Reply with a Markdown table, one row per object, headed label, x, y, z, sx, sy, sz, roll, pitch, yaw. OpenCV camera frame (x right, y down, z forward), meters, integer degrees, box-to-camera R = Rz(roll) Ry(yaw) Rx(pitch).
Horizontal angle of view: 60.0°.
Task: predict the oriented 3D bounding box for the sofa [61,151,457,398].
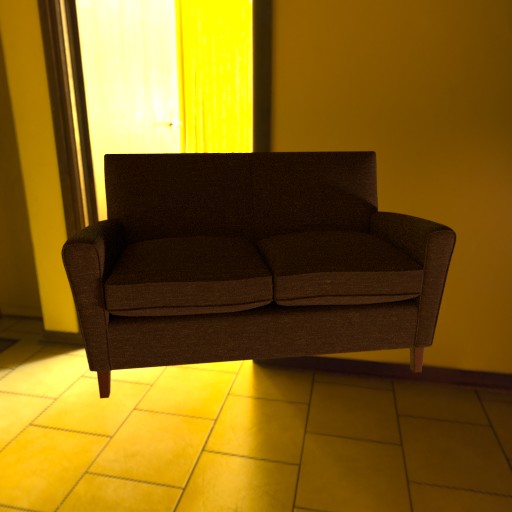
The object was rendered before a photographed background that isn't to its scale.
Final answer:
| label | x | y | z | sx | sy | sz | roll | pitch | yaw |
| --- | --- | --- | --- | --- | --- | --- | --- | --- | --- |
| sofa | 0.000 | 0.000 | 2.085 | 1.509 | 0.905 | 0.867 | -2 | 17 | -8 |
